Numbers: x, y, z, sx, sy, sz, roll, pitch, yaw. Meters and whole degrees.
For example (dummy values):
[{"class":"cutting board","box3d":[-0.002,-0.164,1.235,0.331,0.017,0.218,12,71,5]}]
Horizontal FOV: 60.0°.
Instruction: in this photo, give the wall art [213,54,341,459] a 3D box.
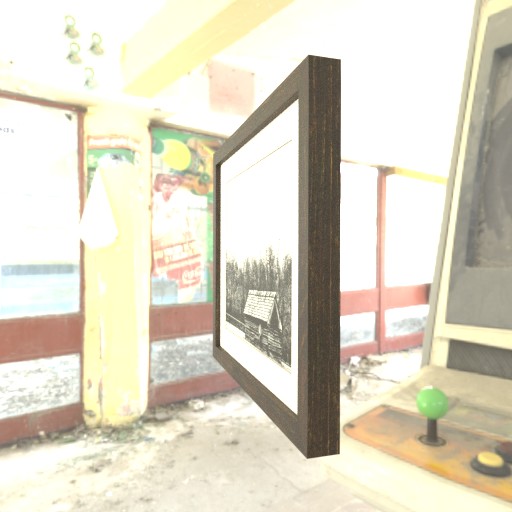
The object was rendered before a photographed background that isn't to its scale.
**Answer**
[{"class":"wall art","box3d":[0.000,0.000,0.548,0.031,0.330,0.381,0,0,-17]}]
